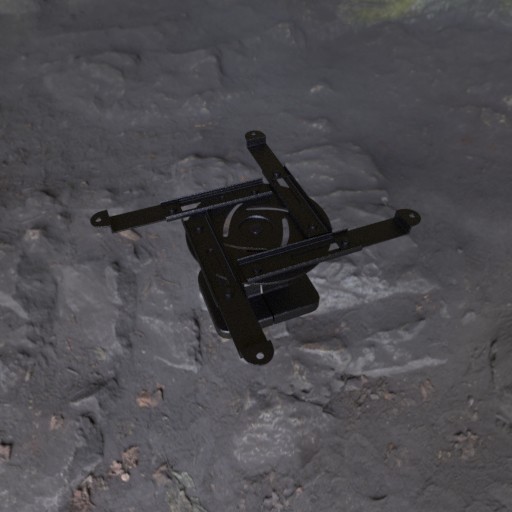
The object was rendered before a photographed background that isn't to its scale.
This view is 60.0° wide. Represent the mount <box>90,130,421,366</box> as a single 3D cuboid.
[{"bbox_3d":[0.000,0.000,0.614,0.394,0.141,0.394,-16,48,-15],"label":"mount"}]
